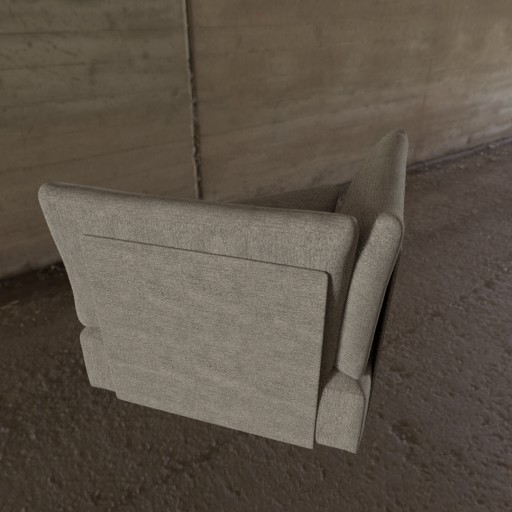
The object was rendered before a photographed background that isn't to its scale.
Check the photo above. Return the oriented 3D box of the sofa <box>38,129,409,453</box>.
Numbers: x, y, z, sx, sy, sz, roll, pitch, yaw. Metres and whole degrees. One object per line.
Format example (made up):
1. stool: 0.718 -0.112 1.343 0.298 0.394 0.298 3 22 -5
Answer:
1. sofa: 0.000 0.000 1.698 1.000 0.820 1.000 9 31 15
